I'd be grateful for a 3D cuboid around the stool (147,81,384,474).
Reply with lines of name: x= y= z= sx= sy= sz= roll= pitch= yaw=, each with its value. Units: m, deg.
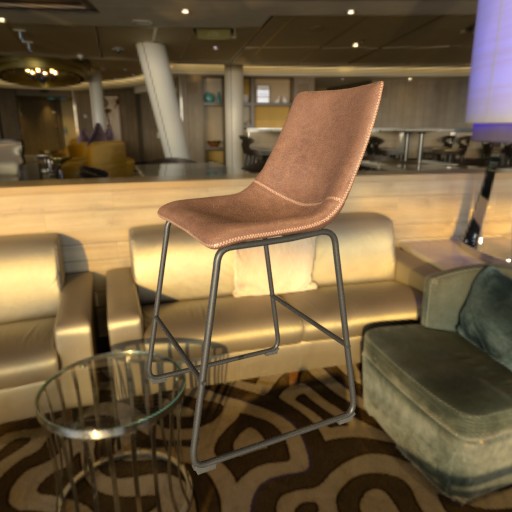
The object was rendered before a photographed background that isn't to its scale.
stool: x=0.000 y=0.000 z=1.219 sx=0.550 sy=0.890 sz=0.460 roll=-8 pitch=18 yaw=-26
